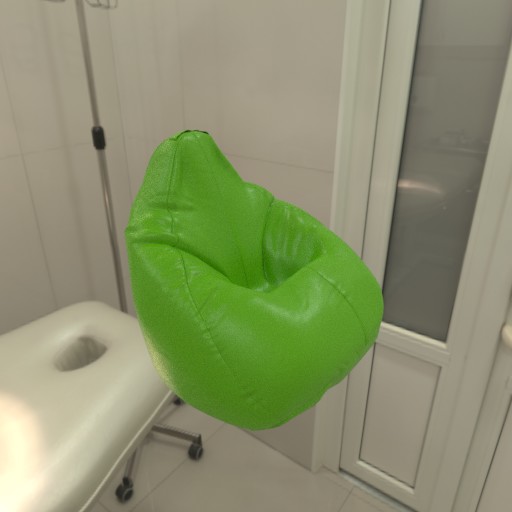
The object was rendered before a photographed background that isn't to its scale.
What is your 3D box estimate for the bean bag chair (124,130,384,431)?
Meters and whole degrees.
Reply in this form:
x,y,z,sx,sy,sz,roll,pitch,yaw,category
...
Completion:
x,y,z,sx,sy,sz,roll,pitch,yaw,category
0.000,0.000,1.915,1.070,0.990,1.070,18,31,33,bean bag chair
